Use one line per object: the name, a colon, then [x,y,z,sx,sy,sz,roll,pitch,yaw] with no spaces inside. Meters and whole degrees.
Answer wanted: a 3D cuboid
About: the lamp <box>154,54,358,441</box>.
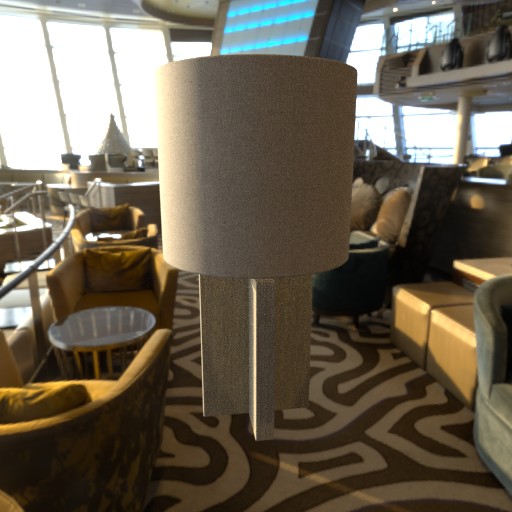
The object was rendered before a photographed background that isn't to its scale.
lamp: [0.000,0.000,0.558,0.229,0.428,0.229,-2,14,-9]
